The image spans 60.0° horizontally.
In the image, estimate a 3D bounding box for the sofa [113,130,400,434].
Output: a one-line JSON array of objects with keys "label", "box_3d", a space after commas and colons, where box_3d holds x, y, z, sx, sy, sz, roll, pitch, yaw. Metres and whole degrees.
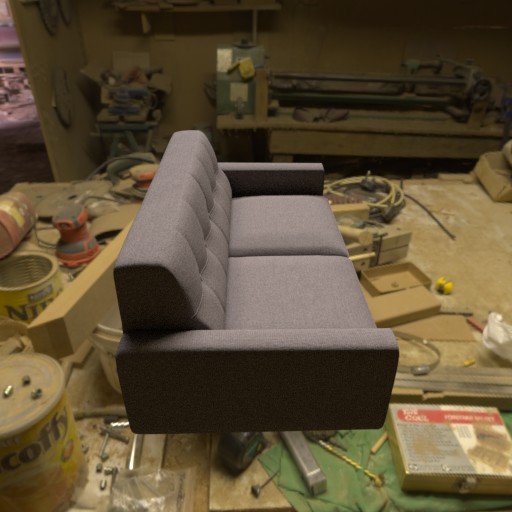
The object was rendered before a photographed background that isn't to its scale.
[{"label": "sofa", "box_3d": [0.000, 0.000, 2.113, 0.909, 0.841, 1.631, -1, 32, -1]}]
